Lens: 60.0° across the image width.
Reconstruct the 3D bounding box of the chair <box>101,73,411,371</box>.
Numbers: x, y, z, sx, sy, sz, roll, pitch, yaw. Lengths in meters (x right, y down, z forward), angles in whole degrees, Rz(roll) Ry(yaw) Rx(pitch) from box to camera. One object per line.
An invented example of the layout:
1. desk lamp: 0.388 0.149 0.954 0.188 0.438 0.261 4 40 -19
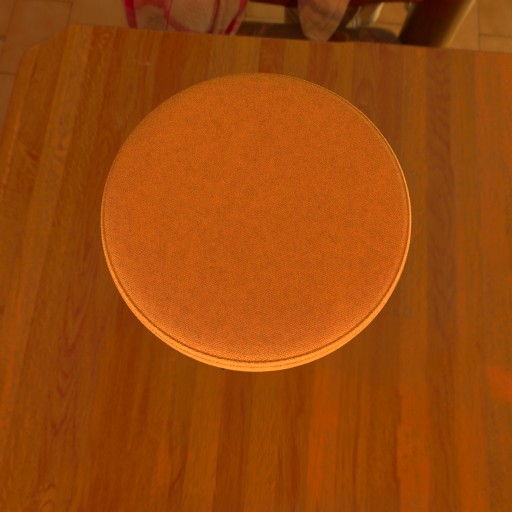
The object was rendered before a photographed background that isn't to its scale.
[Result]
1. chair: 0.000 0.000 0.686 0.345 0.455 0.345 -24 77 -6
